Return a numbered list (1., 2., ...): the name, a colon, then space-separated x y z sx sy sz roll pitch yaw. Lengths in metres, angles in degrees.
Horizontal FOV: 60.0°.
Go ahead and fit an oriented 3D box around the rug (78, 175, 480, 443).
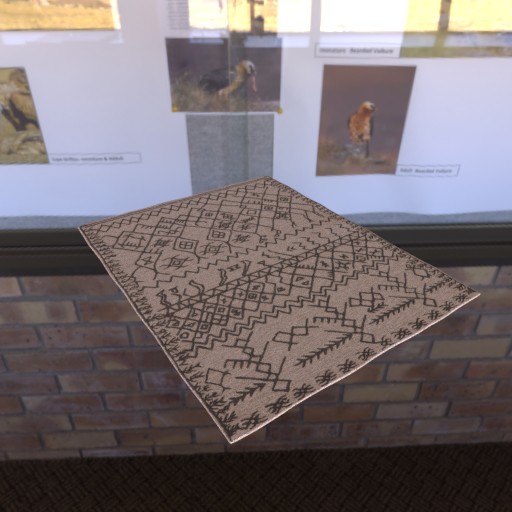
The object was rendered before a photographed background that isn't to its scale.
1. rug: 0.000 0.000 3.313 1.964 0.025 2.455 -20 38 -28
